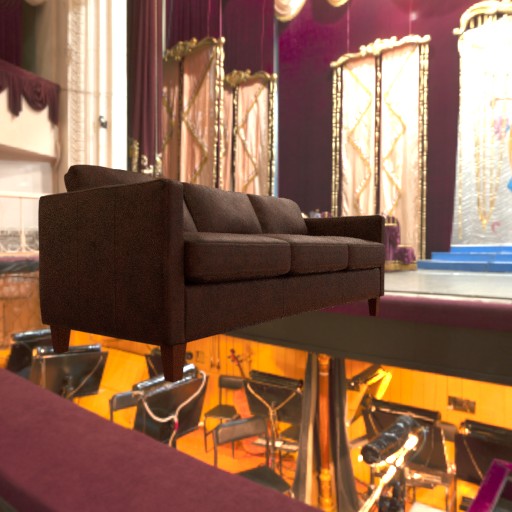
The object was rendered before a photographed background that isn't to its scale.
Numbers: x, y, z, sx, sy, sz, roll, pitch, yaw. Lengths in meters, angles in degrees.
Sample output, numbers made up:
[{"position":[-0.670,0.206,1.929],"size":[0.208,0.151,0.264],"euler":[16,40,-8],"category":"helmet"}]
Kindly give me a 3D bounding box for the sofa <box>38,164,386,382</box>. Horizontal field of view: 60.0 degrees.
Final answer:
[{"position":[0.000,0.000,2.986],"size":[1.045,1.006,2.464],"euler":[1,1,36],"category":"sofa"}]
